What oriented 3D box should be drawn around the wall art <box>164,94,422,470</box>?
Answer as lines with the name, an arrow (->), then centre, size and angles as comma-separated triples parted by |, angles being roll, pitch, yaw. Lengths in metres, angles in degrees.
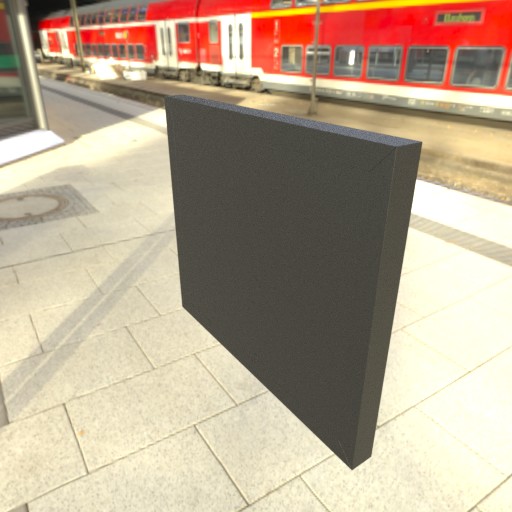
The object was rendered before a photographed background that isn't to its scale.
wall art -> 0.000, 0.000, 0.529 | 0.029, 0.330, 0.381 | -17, 31, -31
